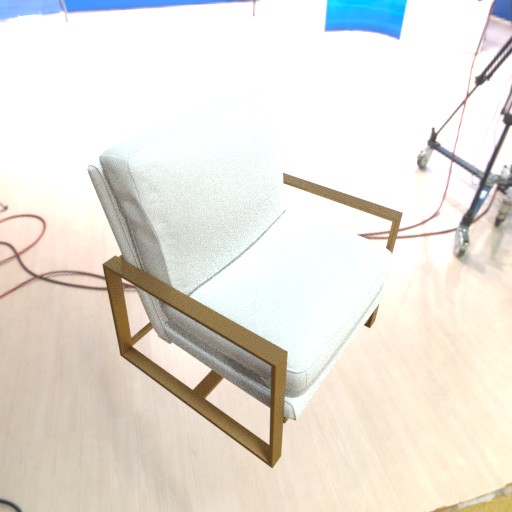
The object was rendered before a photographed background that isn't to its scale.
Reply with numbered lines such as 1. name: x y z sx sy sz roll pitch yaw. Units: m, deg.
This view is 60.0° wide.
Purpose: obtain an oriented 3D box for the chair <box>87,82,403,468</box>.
1. chair: 0.000 0.000 1.581 0.813 0.966 0.805 26 48 26
